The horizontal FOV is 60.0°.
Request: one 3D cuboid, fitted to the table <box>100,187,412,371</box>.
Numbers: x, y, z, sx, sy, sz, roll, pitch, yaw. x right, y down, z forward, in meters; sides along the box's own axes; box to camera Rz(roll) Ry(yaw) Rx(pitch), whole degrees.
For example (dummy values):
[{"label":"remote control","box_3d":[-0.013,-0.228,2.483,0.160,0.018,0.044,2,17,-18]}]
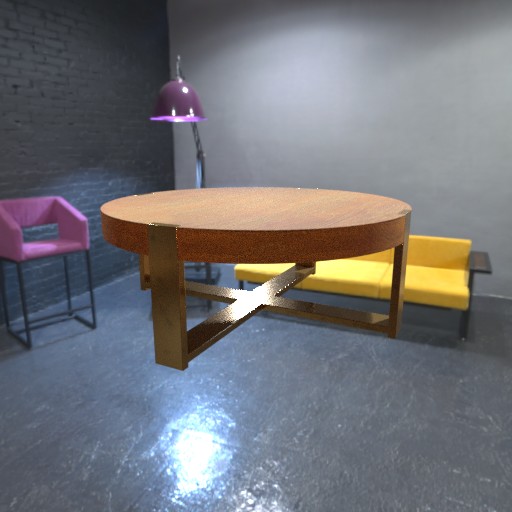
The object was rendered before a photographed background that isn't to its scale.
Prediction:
[{"label":"table","box_3d":[0.000,0.000,1.713,1.100,0.420,1.100,0,14,0]}]
